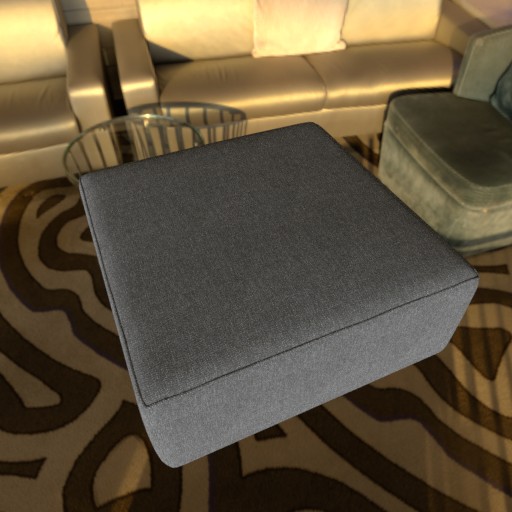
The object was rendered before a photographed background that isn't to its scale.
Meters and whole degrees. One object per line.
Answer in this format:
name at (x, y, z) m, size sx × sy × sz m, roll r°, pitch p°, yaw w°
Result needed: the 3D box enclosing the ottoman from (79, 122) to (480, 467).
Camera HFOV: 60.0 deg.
ottoman at (0.000, 0.000, 1.537) m, size 1.000 × 0.439 × 1.000 m, roll -18°, pitch 48°, yaw -17°
